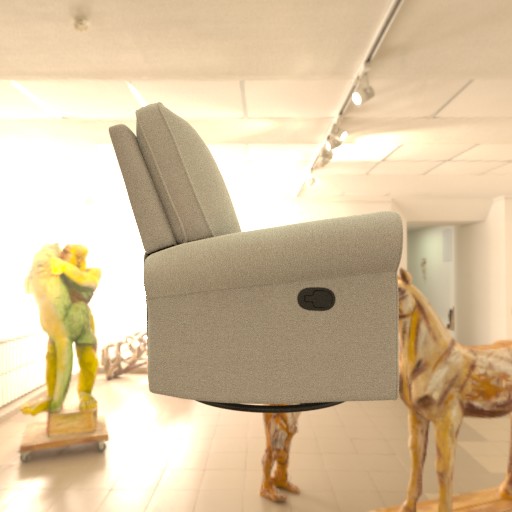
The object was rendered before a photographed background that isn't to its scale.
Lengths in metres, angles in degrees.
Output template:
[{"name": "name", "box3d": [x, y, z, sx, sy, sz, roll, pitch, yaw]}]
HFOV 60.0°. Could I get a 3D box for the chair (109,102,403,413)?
[{"name": "chair", "box3d": [0.000, 0.000, 1.662, 0.878, 0.960, 0.890, 0, -1, 0]}]
